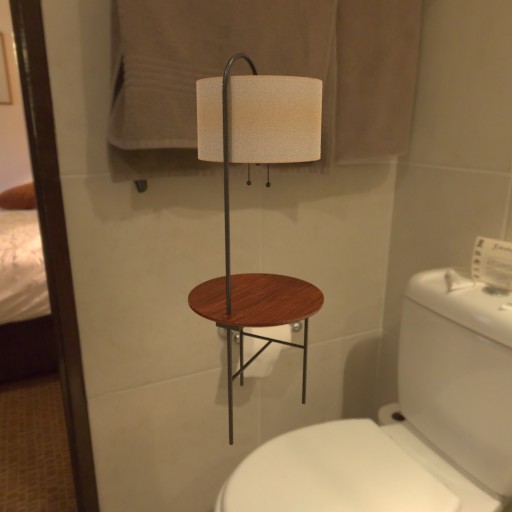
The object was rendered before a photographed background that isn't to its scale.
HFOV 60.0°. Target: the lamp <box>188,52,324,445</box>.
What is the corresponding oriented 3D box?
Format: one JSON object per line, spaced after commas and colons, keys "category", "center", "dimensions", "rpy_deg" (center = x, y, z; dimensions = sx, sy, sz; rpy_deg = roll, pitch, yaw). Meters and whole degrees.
{"category": "lamp", "center": [0.000, 0.000, 1.835], "dimensions": [0.573, 1.517, 0.573], "rpy_deg": [0, 16, 0]}
